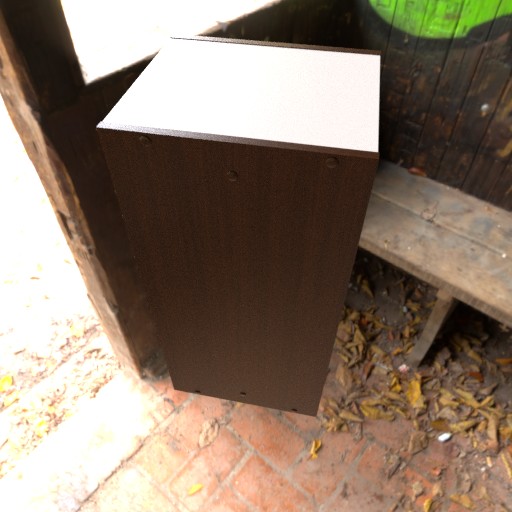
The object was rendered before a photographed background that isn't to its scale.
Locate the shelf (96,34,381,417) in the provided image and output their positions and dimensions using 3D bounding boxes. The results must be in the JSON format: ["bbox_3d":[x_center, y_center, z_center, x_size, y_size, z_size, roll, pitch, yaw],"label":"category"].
[{"bbox_3d":[0.000,0.000,0.746,0.290,0.600,0.253,8,48,8],"label":"shelf"}]
